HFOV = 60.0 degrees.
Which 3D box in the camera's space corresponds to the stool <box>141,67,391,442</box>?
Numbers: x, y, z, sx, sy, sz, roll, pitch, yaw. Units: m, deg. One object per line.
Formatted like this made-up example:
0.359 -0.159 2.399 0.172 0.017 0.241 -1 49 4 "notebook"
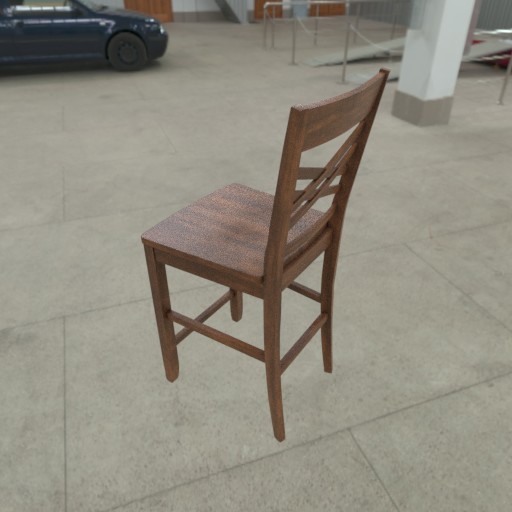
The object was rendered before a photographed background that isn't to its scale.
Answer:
0.000 0.000 1.377 0.539 1.079 0.462 21 39 28 "stool"
